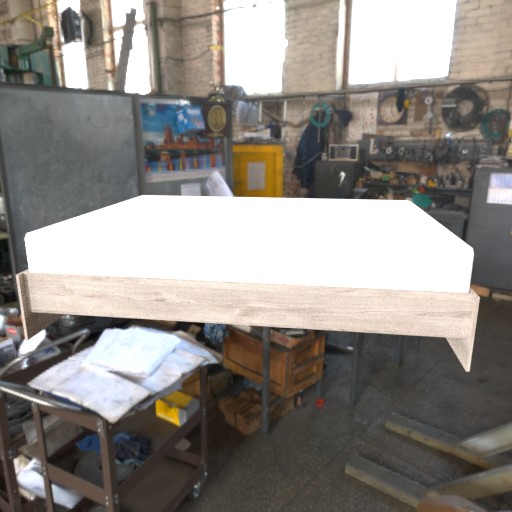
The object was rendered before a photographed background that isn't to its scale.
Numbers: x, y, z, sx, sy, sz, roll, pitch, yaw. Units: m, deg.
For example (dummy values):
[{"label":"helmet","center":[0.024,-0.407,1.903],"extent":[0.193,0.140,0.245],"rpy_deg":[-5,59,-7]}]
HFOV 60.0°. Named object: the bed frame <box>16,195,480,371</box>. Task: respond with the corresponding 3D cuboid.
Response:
[{"label":"bed frame","center":[0.000,0.000,2.540],"extent":[1.945,0.497,1.445],"rpy_deg":[2,15,8]}]
